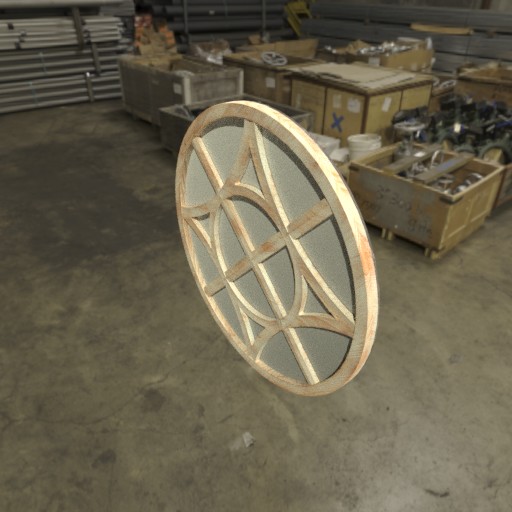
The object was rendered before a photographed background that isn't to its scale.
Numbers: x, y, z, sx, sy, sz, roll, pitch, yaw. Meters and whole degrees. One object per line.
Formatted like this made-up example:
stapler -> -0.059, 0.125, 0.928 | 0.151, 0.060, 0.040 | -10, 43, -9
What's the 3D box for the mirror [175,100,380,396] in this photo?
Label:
mirror -> 0.000, 0.000, 1.070 | 0.038, 0.710, 0.710 | -22, 38, -32
